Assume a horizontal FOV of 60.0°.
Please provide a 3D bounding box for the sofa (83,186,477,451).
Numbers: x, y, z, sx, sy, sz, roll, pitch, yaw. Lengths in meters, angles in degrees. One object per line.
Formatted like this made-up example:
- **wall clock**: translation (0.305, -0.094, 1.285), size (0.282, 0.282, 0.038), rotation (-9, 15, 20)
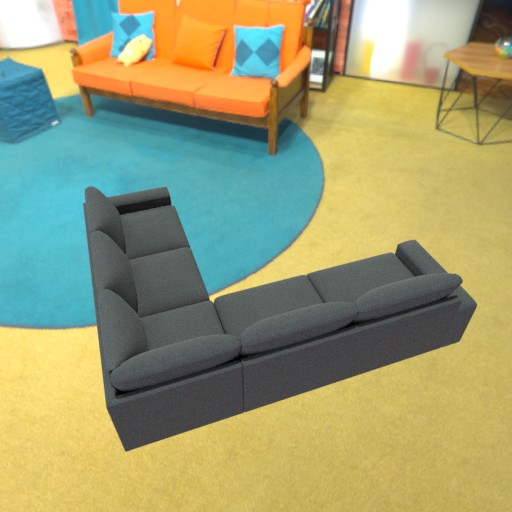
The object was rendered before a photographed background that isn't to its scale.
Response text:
- **sofa**: translation (0.000, 0.000, 4.727), size (3.277, 0.965, 2.895), rotation (-13, 43, -15)
